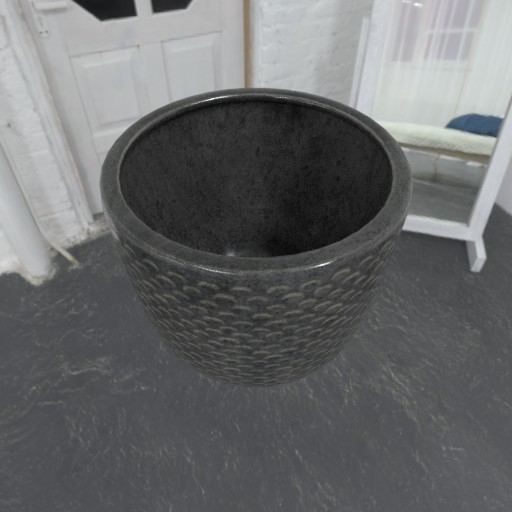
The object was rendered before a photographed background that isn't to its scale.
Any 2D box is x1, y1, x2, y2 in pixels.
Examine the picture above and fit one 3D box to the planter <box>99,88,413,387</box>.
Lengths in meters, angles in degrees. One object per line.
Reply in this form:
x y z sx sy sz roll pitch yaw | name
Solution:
0.000 0.000 0.246 0.140 0.129 0.140 0 47 0 | planter
